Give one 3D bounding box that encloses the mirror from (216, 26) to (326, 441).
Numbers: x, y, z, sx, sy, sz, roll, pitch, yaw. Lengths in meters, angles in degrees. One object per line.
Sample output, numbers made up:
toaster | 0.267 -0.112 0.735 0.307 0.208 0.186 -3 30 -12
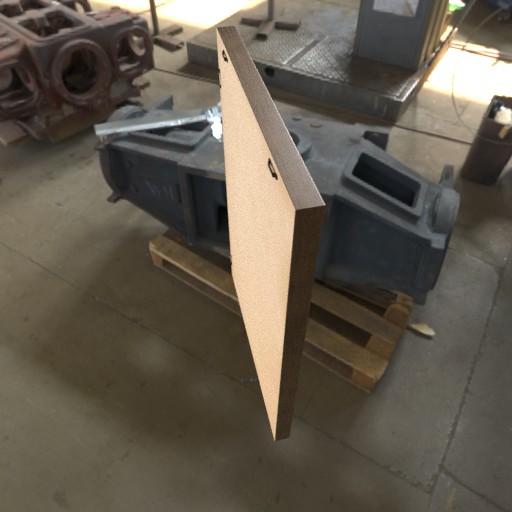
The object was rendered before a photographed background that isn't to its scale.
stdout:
mirror | 0.000 0.000 0.913 0.040 0.710 0.507 -10 49 -9
